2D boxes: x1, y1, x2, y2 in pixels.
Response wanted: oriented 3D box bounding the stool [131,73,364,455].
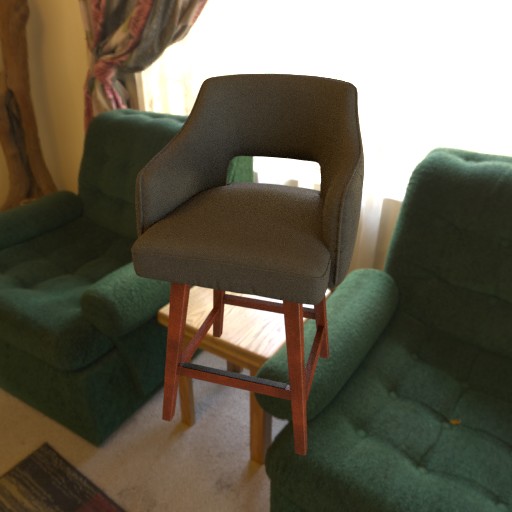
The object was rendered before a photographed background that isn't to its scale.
[{"bbox_3d":[0.000,0.000,1.257,0.548,0.912,0.558,8,29,15],"label":"stool"}]
